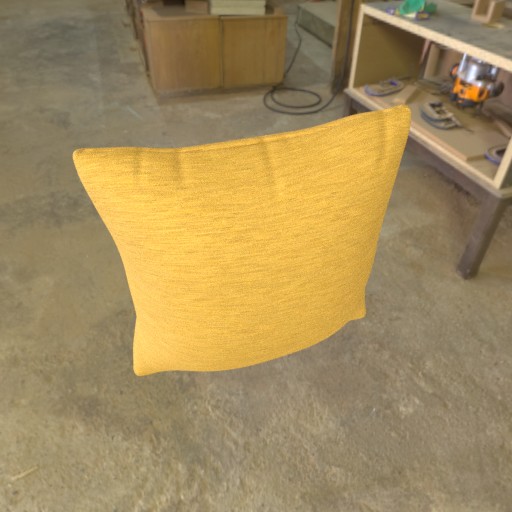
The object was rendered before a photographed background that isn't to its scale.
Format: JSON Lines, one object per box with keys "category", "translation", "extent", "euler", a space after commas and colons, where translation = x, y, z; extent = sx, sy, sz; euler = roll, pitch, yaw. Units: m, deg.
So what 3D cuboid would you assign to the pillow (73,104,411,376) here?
{"category": "pillow", "translation": [0.000, 0.000, 0.672], "extent": [0.435, 0.417, 0.247], "euler": [-12, 43, -13]}
